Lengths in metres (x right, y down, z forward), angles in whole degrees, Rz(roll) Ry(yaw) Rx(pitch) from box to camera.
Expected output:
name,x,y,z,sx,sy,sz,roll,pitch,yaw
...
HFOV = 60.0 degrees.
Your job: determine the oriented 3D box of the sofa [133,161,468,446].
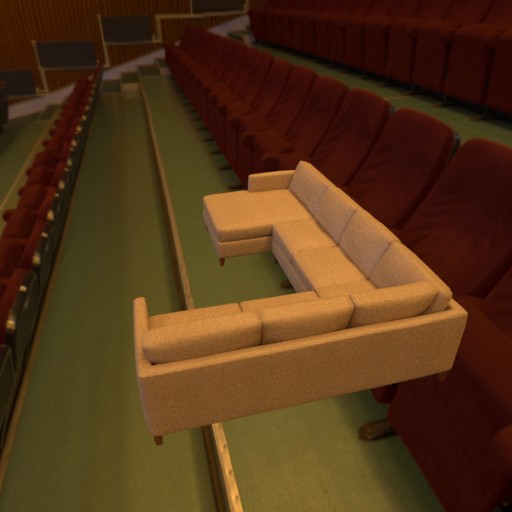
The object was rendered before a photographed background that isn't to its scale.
name,x,y,z,sx,sy,sz,roll,pitch,yaw
sofa,0.000,0.000,4.745,2.594,0.961,3.460,-8,32,-13
